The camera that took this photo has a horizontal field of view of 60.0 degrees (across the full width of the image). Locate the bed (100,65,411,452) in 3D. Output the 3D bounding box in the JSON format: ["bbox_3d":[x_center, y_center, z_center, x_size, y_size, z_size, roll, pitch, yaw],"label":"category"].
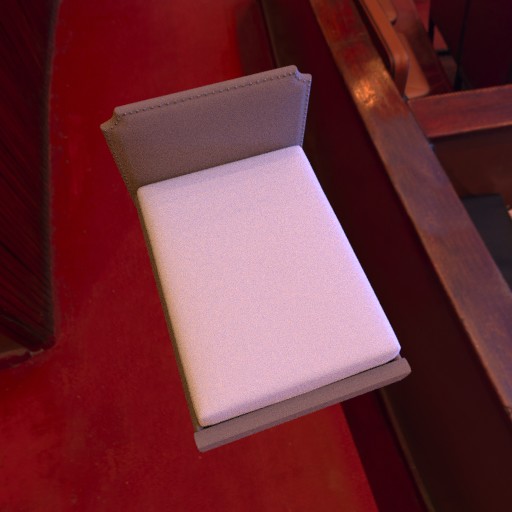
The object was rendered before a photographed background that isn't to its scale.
[{"bbox_3d":[0.000,0.000,3.502,1.713,1.443,2.372,-17,64,-8],"label":"bed"}]
